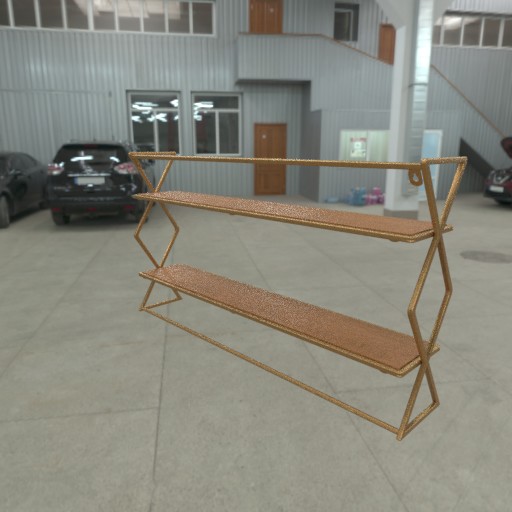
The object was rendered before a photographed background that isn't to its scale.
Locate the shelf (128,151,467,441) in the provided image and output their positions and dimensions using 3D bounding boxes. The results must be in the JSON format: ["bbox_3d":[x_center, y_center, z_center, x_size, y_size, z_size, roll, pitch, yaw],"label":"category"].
[{"bbox_3d":[0.000,0.000,1.002,0.150,0.450,0.822,-13,19,-43],"label":"shelf"}]
